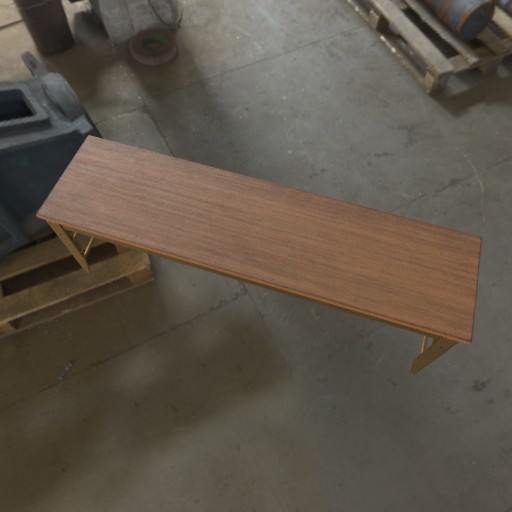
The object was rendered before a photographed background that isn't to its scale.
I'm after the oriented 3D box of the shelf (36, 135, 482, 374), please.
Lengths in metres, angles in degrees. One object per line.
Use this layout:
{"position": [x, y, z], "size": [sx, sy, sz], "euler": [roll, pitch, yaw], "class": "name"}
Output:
{"position": [0.000, 0.000, 0.734], "size": [0.636, 0.190, 0.166], "euler": [16, 63, 8], "class": "shelf"}
